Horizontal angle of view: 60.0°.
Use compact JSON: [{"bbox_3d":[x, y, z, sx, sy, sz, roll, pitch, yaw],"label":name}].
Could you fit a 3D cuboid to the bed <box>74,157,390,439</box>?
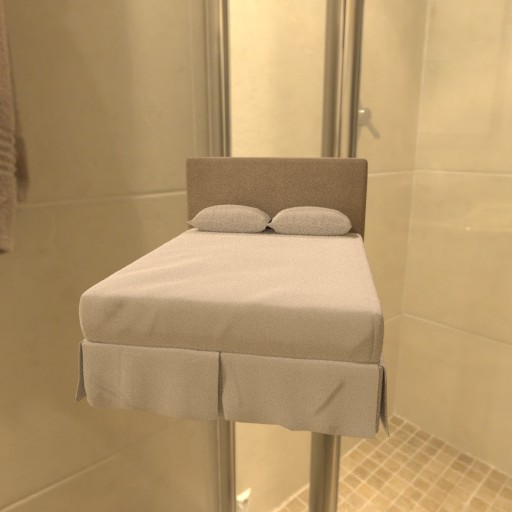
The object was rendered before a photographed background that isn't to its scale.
[{"bbox_3d":[0.000,0.000,3.181,1.713,1.330,2.162,2,14,10],"label":"bed"}]
